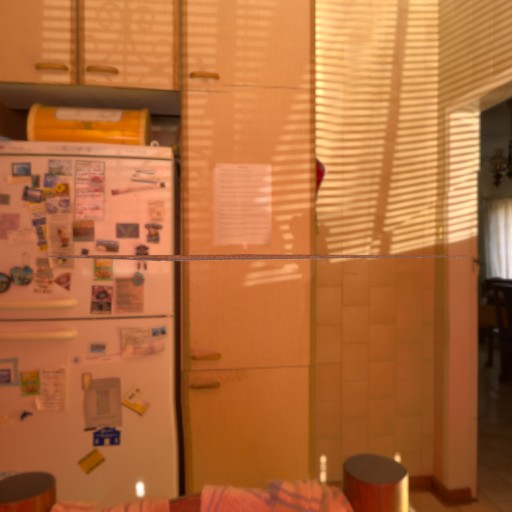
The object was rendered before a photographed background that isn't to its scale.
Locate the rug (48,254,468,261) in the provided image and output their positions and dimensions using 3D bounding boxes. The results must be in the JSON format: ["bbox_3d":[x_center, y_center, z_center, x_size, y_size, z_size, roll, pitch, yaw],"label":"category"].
[{"bbox_3d":[0.000,0.000,4.134,3.068,0.021,2.456,0,1,-37],"label":"rug"}]
